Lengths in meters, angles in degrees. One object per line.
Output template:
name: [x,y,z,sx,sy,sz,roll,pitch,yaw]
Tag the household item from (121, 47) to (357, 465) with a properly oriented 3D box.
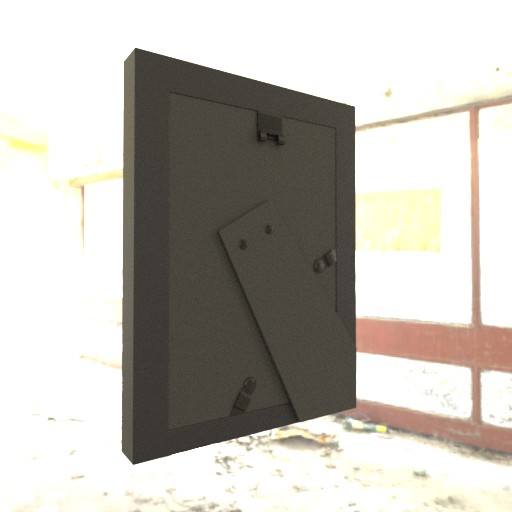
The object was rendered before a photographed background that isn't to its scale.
household item: [0.000,0.000,0.230,0.133,0.178,0.022,0,-1,-34]
